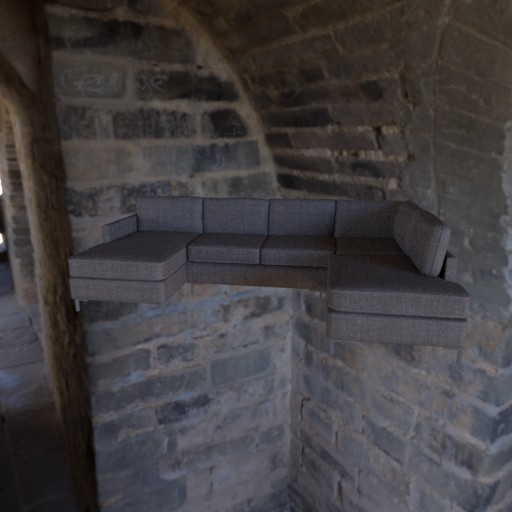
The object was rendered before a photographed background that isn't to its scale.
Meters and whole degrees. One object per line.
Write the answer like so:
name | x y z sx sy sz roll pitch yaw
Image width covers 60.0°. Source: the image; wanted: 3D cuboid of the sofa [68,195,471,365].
sofa | 0.000 0.000 4.353 3.423 0.999 2.048 2 15 9
